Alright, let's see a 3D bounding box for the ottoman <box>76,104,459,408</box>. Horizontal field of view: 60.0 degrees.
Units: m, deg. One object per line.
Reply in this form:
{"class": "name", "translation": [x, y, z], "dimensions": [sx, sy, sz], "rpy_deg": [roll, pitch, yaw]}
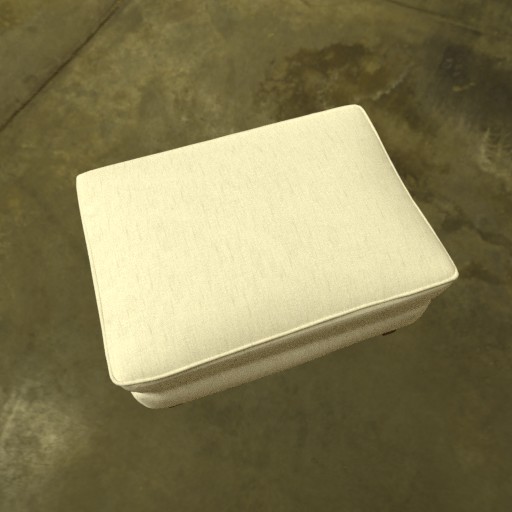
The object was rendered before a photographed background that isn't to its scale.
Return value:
{"class": "ottoman", "translation": [0.000, 0.000, 0.997], "dimensions": [0.665, 0.406, 0.501], "rpy_deg": [-16, 65, -8]}
